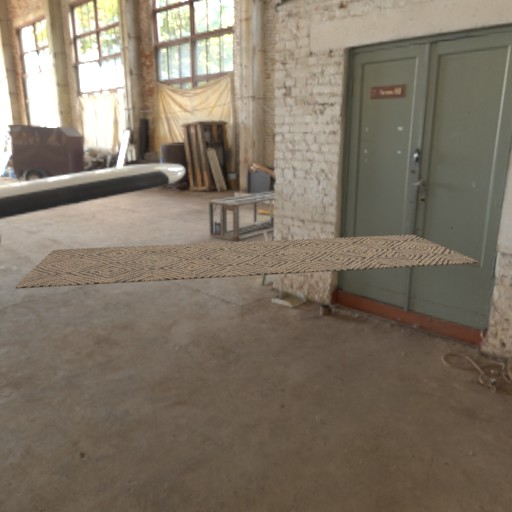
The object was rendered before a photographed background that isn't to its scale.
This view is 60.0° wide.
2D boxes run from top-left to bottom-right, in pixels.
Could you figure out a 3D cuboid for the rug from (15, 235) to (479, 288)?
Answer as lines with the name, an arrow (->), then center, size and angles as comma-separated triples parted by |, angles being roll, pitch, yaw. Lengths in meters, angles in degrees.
rug -> 0.000, 0.000, 2.459 | 2.277, 0.008, 0.676 | -3, 15, -10
